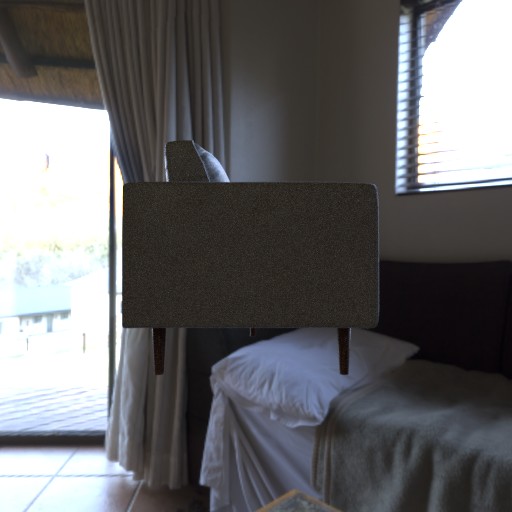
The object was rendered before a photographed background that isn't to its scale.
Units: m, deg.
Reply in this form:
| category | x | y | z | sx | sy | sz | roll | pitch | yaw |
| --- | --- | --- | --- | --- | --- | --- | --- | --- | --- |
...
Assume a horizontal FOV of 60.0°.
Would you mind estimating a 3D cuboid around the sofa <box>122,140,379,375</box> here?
| category | x | y | z | sx | sy | sz | roll | pitch | yaw |
| --- | --- | --- | --- | --- | --- | --- | --- | --- | --- |
| sofa | 0.000 | 0.000 | 2.536 | 0.944 | 0.918 | 1.983 | 0 | 0 | 0 |
